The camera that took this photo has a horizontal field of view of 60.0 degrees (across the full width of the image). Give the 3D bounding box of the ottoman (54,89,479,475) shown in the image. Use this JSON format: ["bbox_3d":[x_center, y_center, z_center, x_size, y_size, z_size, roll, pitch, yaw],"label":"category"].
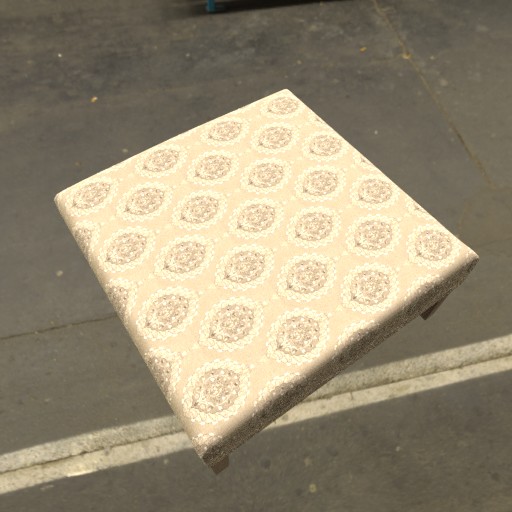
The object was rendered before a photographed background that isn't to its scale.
[{"bbox_3d":[0.000,0.000,1.402,0.890,0.411,0.889,-30,62,-18],"label":"ottoman"}]
